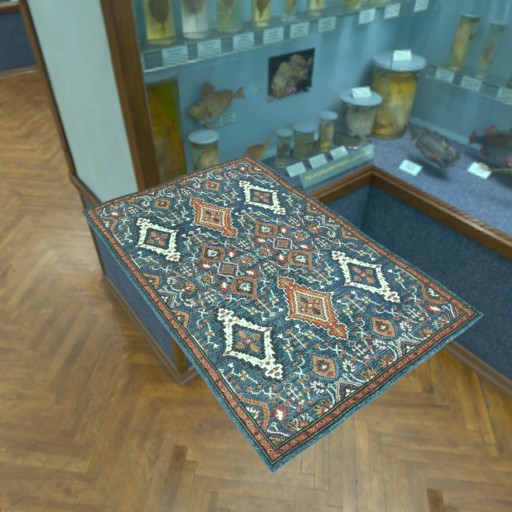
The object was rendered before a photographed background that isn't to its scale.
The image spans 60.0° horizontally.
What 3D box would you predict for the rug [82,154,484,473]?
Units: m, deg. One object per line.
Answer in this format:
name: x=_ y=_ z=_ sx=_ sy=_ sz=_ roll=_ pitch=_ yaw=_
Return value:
rug: x=0.000 y=0.000 z=2.277 sx=1.195 sy=0.014 sz=1.847 roll=-25 pitch=47 yaw=-26
